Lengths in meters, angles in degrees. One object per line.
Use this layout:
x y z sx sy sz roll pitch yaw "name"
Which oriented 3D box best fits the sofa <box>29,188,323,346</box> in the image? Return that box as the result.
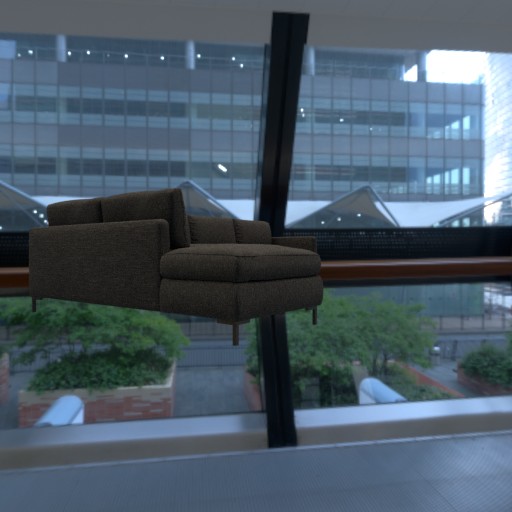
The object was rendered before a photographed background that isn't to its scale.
0.000 0.000 3.792 2.007 0.815 2.949 0 1 37 "sofa"
